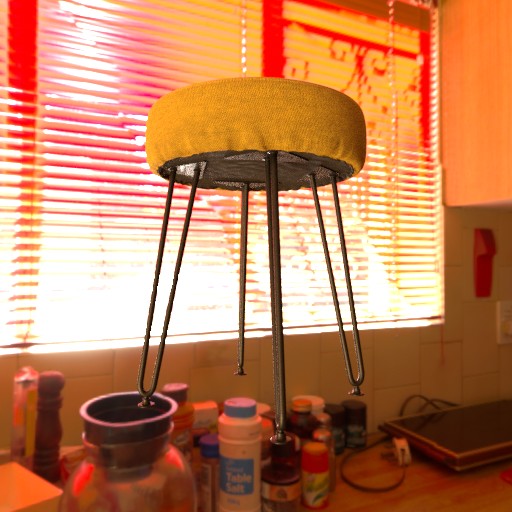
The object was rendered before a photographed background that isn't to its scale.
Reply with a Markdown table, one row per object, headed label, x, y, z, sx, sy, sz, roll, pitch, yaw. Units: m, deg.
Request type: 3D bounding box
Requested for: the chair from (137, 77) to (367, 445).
| label | x | y | z | sx | sy | sz | roll | pitch | yaw |
| --- | --- | --- | --- | --- | --- | --- | --- | --- | --- |
| chair | 0.000 | 0.000 | 0.707 | 0.345 | 0.455 | 0.345 | -1 | -2 | 35 |
